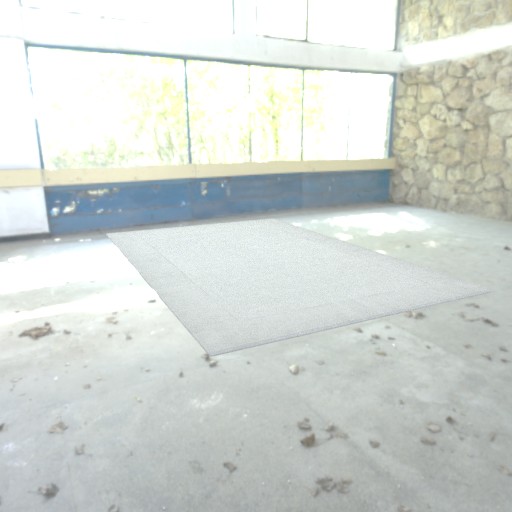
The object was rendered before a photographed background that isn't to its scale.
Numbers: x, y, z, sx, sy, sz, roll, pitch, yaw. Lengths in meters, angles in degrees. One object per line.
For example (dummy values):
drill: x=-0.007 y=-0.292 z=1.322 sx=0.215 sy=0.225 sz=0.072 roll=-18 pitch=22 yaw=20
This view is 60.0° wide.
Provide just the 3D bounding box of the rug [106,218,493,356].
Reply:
rug: x=0.000 y=0.000 z=2.306 sx=1.219 sy=0.013 sz=1.829 roll=-7 pitch=17 yaw=-26
